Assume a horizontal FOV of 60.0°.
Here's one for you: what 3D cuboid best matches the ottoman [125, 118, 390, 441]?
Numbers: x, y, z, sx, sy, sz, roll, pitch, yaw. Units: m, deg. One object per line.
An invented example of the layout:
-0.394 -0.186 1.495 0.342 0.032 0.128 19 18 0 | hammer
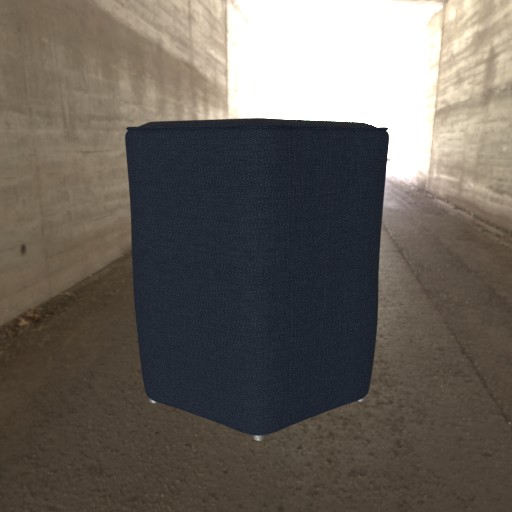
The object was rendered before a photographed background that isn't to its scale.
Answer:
0.000 0.000 0.886 0.492 0.505 0.454 -7 15 -26 | ottoman
